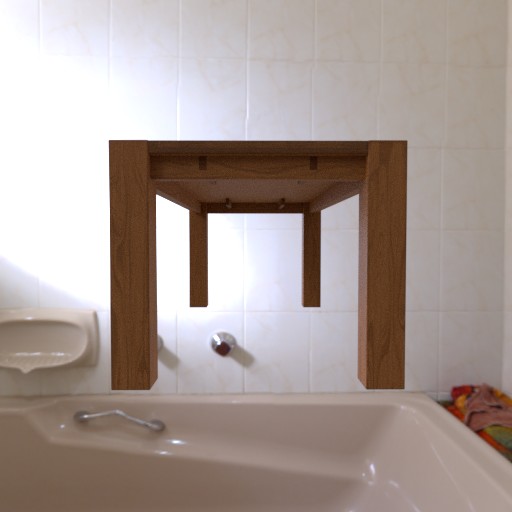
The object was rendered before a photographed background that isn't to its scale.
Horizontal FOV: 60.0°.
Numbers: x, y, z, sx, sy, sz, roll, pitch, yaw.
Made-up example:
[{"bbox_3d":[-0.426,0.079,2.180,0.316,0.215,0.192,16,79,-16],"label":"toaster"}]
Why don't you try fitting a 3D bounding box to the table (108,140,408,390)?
[{"bbox_3d":[0.000,0.000,2.243,0.900,0.760,1.800,0,2,0],"label":"table"}]
